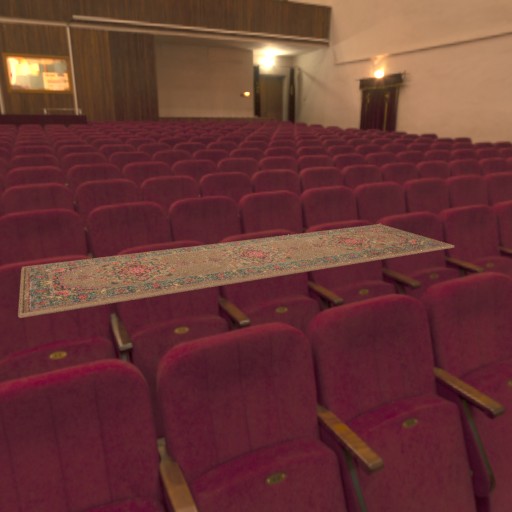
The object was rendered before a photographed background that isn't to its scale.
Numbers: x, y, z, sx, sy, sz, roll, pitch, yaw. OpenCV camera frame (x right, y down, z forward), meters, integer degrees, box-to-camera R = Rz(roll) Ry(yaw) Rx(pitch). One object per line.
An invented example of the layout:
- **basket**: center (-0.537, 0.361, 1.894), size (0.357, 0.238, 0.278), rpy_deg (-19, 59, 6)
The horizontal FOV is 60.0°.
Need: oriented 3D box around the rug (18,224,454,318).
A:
- **rug**: center (0.000, 0.000, 2.421), size (2.297, 0.019, 0.659), rpy_deg (-8, 18, -25)
